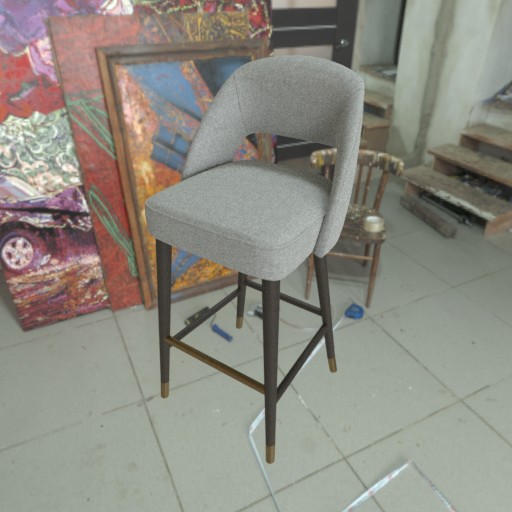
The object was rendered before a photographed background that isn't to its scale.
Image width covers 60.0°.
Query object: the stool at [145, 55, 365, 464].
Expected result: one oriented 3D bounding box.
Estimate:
[{"bbox_3d":[0.000,0.000,1.315,0.494,1.037,0.509,20,37,28],"label":"stool"}]
